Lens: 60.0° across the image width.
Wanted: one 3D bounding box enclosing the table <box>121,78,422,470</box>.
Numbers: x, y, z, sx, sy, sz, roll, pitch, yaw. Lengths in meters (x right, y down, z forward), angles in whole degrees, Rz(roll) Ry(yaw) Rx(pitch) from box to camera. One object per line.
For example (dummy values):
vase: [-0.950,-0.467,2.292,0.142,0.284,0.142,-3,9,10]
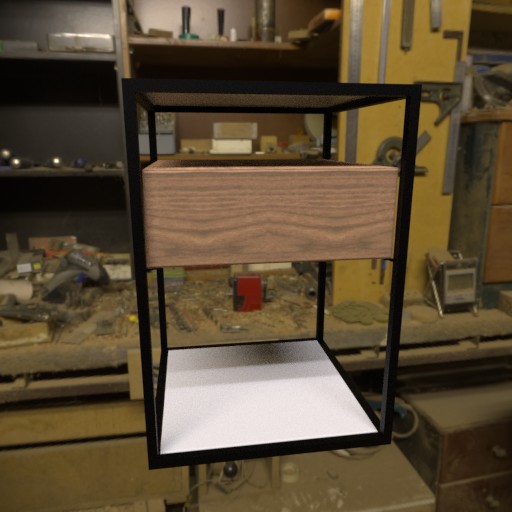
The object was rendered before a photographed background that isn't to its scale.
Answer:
table: [0.000,0.000,0.794,0.378,0.540,0.378,-2,14,-9]
